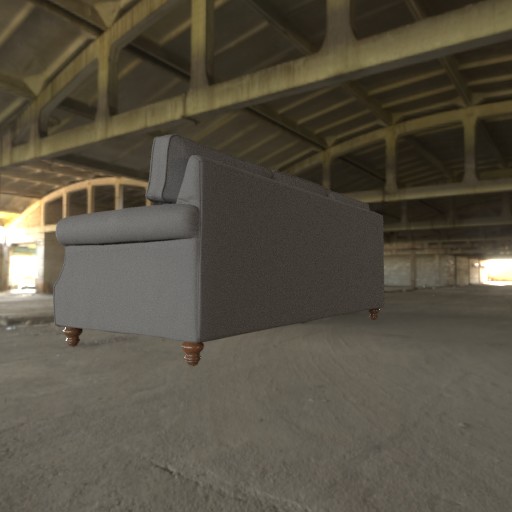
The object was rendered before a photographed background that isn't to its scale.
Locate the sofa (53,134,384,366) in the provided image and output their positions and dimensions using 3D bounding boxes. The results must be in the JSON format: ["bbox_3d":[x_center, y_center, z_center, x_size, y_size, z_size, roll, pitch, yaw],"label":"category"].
[{"bbox_3d":[0.000,0.000,2.842,0.966,0.948,2.353,-1,-3,35],"label":"sofa"}]
